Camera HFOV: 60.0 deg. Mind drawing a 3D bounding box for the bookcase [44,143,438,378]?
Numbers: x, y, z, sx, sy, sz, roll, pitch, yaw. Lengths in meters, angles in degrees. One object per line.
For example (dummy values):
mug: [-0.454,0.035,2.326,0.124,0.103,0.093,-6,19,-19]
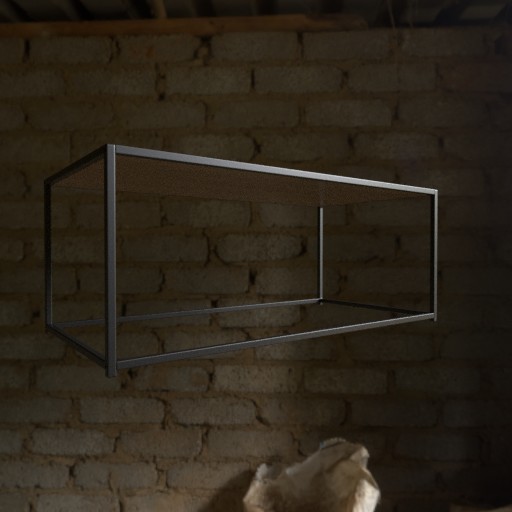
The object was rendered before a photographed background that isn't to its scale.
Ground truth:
bookcase: [0.000,0.000,1.249,1.000,0.400,0.500,-1,1,-37]
